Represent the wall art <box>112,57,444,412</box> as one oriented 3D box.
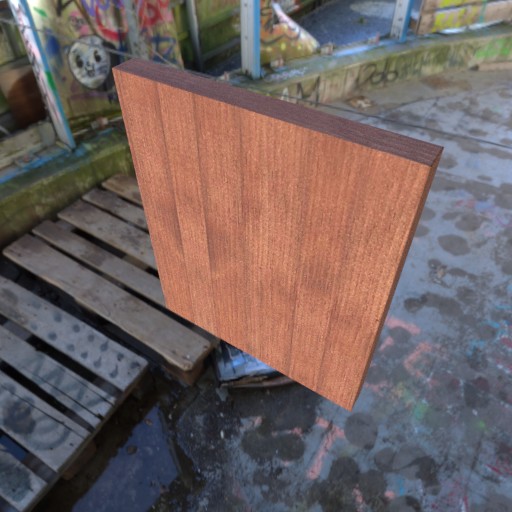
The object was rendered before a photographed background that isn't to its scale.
[{"bbox_3d":[0.000,0.000,0.617,0.377,0.449,0.039,25,50,23],"label":"wall art"}]
